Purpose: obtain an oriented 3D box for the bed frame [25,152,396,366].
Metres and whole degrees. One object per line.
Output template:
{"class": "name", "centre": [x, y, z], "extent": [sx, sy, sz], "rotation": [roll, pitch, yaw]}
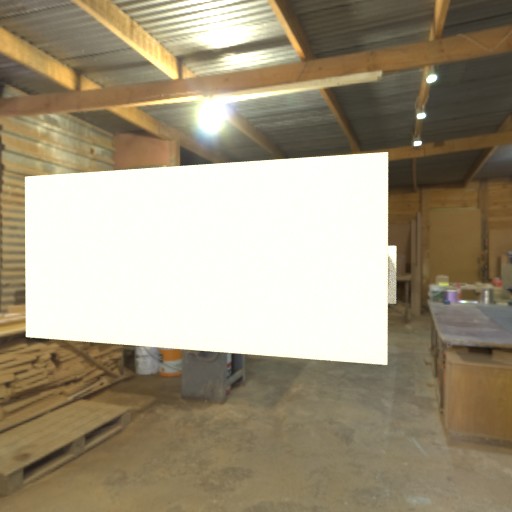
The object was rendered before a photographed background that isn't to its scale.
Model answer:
{"class": "bed frame", "centre": [0.000, 0.000, 2.900], "extent": [1.720, 0.800, 2.060], "rotation": [0, 1, 18]}
